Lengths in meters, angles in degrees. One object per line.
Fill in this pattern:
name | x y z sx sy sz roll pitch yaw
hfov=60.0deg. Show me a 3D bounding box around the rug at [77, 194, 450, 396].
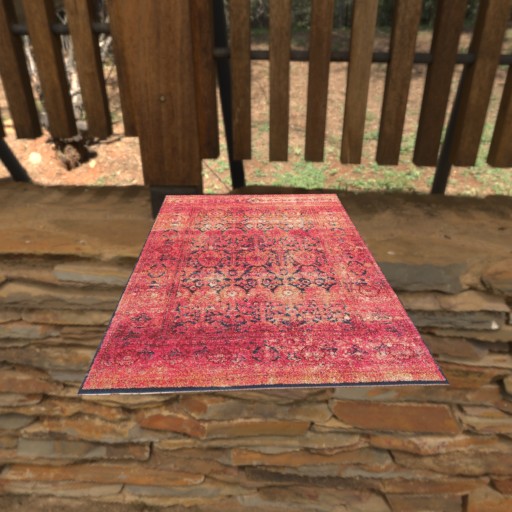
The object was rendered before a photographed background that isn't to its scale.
rug | 0.000 0.000 2.911 1.539 0.018 2.449 -1 27 -2
